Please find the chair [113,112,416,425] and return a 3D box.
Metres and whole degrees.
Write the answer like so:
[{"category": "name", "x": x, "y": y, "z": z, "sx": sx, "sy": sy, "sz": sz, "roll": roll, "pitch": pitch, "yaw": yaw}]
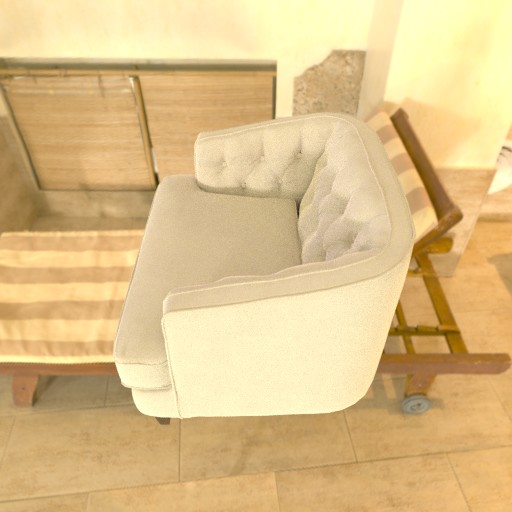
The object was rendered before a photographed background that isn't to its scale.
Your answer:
[{"category": "chair", "x": 0.000, "y": 0.000, "z": 1.786, "sx": 0.941, "sy": 0.852, "sz": 1.104, "roll": 0, "pitch": 42, "yaw": 0}]
